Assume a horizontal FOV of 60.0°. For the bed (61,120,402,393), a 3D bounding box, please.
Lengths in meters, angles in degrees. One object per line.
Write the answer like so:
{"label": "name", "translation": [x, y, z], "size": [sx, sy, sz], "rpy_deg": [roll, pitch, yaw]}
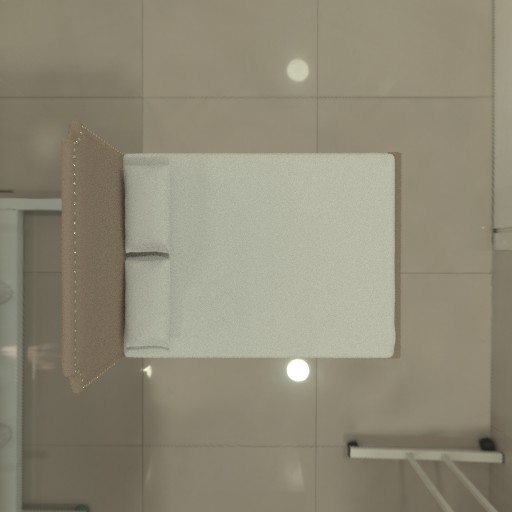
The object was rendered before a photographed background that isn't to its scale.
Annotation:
{"label": "bed", "translation": [0.000, 0.000, 3.353], "size": [2.372, 1.443, 1.713], "rpy_deg": [0, 91, 0]}
